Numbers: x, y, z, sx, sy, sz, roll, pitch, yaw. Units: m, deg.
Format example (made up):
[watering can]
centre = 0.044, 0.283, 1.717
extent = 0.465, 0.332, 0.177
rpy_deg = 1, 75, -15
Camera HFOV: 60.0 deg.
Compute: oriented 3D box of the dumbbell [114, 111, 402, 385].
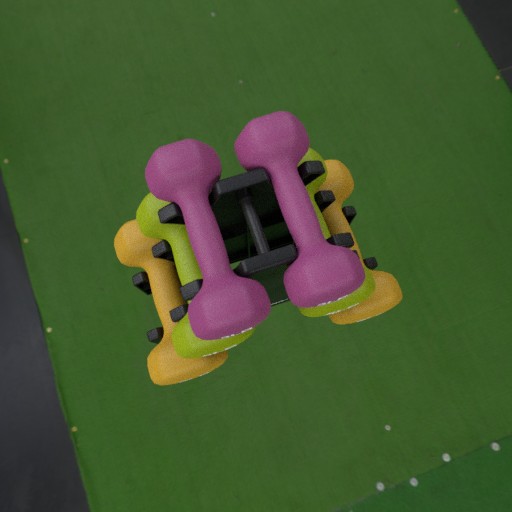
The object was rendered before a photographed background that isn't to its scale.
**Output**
[dumbbell]
centre = 0.000, 0.000, 0.459
extent = 0.300, 0.271, 0.190
rpy_deg = -18, 76, -5
